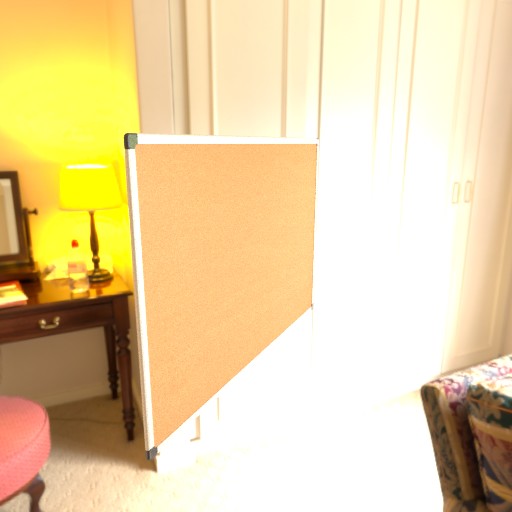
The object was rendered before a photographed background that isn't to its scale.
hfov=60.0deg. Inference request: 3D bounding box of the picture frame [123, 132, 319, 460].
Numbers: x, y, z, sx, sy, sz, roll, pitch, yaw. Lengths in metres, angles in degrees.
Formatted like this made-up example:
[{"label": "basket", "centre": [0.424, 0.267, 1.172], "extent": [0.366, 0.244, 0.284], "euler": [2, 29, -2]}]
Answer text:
[{"label": "picture frame", "centre": [0.000, 0.000, 1.151], "extent": [0.010, 0.600, 0.900], "euler": [7, 16, 26]}]
